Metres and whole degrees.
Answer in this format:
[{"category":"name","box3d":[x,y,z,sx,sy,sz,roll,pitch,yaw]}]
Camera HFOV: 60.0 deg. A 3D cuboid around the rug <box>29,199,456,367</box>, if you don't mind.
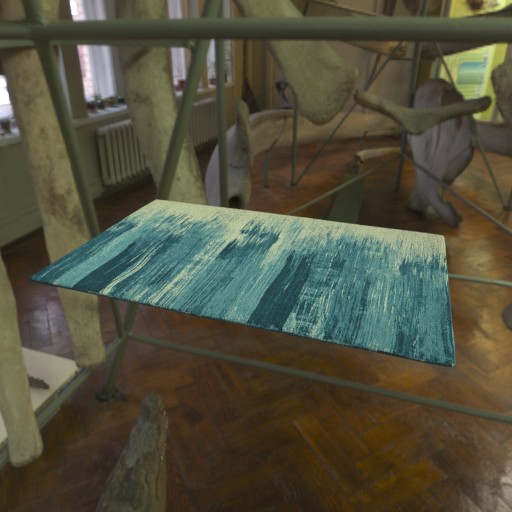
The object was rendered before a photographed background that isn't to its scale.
[{"category":"rug","box3d":[0.000,0.000,3.008,2.450,0.027,1.540,9,28,17]}]
